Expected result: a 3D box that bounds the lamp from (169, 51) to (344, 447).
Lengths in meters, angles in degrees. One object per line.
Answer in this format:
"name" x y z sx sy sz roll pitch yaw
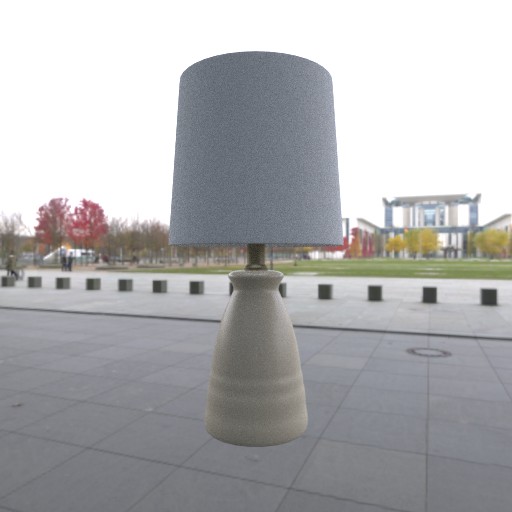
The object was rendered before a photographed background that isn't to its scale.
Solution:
"lamp" 0.000 0.000 0.480 0.186 0.369 0.186 0 0 0
